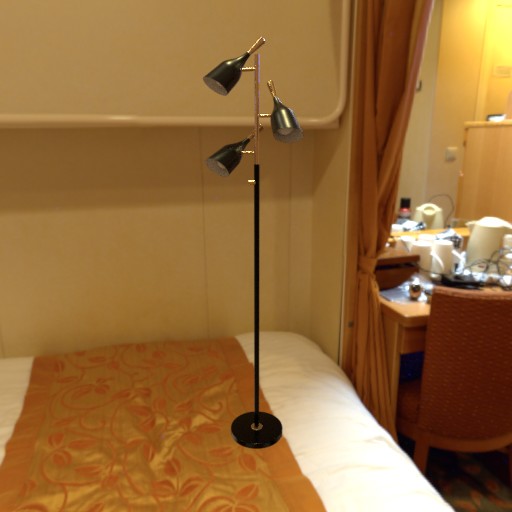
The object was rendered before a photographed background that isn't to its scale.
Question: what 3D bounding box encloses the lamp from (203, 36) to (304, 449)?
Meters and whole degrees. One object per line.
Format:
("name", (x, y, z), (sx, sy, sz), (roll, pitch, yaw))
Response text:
("lamp", (0.000, 0.000, 1.938), (0.434, 1.778, 0.253), (8, 17, 26))
